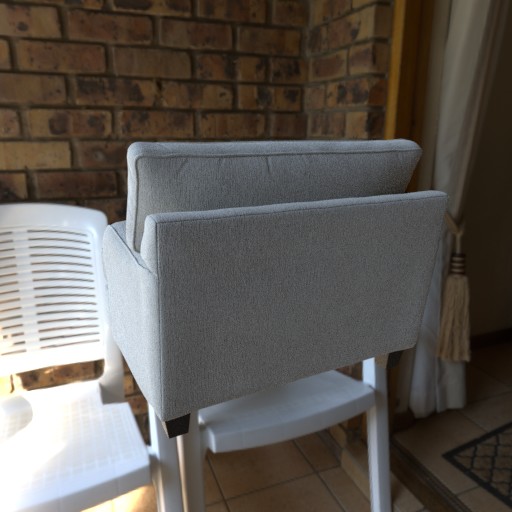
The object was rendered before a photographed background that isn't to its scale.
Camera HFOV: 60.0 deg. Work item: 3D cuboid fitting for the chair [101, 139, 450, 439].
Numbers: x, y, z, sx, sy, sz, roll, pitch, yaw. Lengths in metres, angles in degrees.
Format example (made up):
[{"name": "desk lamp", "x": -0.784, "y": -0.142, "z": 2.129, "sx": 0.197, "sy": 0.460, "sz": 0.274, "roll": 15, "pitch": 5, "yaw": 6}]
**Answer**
[{"name": "chair", "x": 0.000, "y": 0.000, "z": 1.989, "sx": 1.220, "sy": 1.016, "sz": 1.041, "roll": -8, "pitch": 18, "yaw": -27}]
